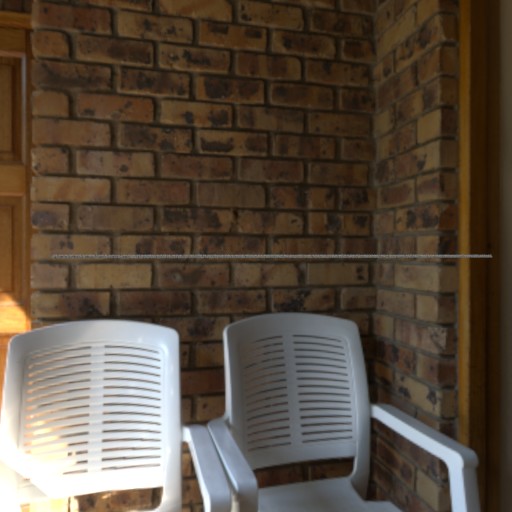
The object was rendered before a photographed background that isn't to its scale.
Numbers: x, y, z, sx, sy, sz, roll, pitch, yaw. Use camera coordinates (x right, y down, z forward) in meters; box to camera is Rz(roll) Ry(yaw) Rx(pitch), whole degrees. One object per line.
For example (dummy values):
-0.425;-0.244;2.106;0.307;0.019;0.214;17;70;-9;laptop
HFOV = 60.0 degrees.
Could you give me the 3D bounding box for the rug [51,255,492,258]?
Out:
0.000;0.000;2.731;2.144;0.013;1.509;0;0;-19;rug
